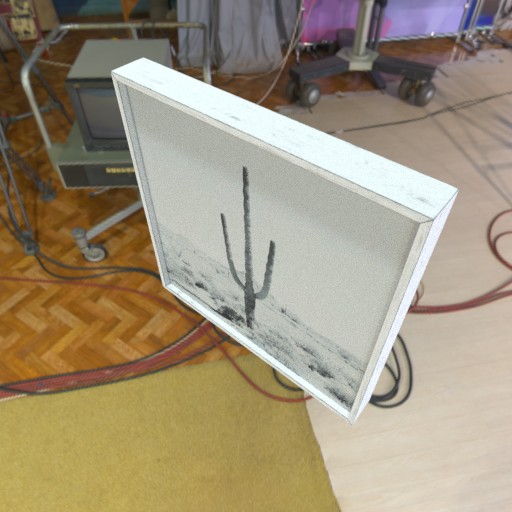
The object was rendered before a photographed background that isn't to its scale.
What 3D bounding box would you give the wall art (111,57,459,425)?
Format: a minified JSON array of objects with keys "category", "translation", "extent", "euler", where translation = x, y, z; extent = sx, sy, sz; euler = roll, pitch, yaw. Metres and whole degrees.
[{"category":"wall art","translation":[0.000,0.000,0.450],"extent":[0.305,0.305,0.038],"euler":[31,55,26]}]
